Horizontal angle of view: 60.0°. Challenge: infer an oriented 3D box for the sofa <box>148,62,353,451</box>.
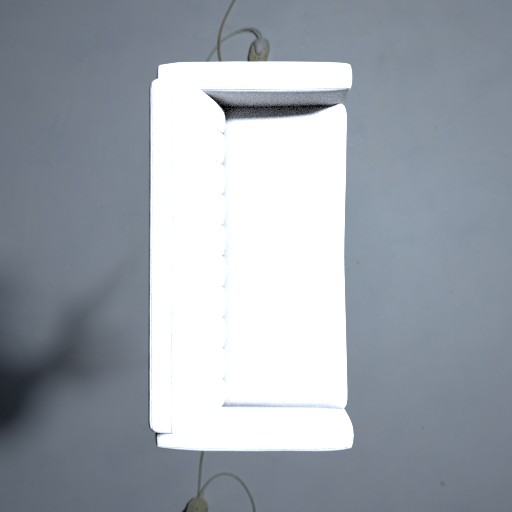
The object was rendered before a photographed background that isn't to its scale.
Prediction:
[{"bbox_3d":[0.000,0.000,2.380,0.969,0.814,1.895,0,89,1],"label":"sofa"}]
